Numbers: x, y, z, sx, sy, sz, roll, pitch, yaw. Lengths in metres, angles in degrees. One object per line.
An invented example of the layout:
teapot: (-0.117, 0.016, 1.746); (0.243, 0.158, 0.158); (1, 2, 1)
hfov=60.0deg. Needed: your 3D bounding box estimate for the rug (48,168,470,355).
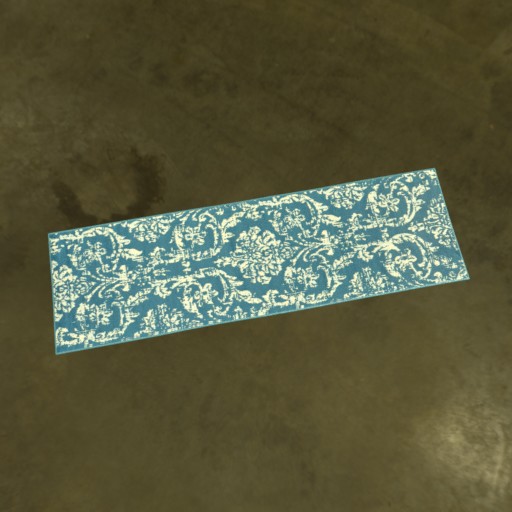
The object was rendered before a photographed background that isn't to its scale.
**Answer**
rug: (0.000, 0.000, 2.393); (2.196, 0.011, 0.662); (-10, 75, -3)
